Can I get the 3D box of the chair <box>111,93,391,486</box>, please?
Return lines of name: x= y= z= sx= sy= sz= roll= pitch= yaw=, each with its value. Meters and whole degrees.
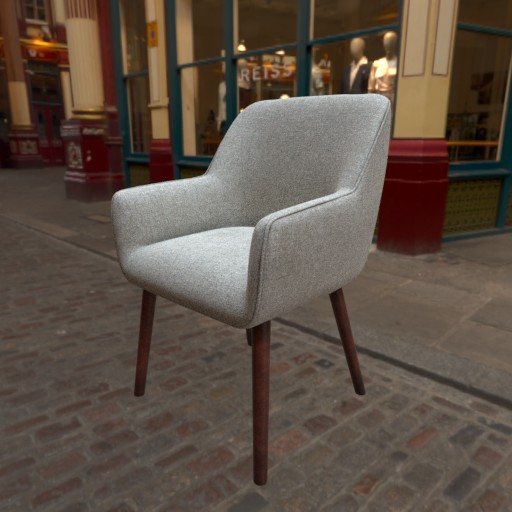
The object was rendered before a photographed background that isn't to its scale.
chair: x=0.000 y=0.000 z=1.146 sx=0.543 sy=0.803 sz=0.519 roll=14 pitch=21 yaw=42
